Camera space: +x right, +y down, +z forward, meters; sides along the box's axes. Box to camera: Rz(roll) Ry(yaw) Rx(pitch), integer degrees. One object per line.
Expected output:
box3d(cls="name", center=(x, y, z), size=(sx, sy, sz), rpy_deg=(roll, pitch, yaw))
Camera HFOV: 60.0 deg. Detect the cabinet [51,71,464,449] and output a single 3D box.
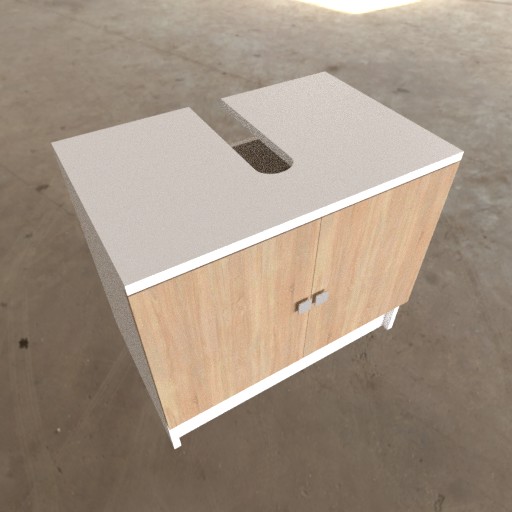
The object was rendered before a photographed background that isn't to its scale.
box3d(cls="cabinet", center=(0.000, 0.000, 0.947), size=(0.600, 0.522, 0.400), rpy_deg=(-23, 49, -21))
